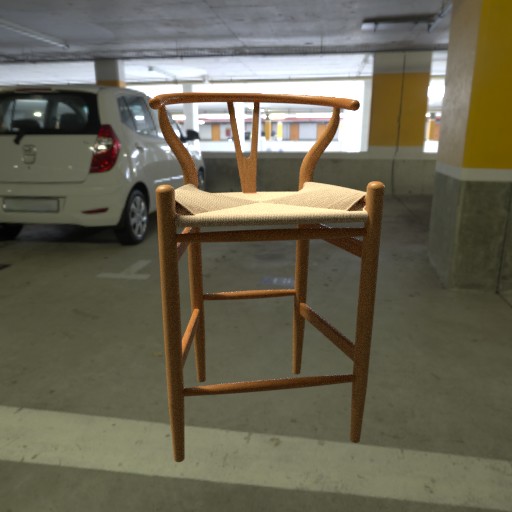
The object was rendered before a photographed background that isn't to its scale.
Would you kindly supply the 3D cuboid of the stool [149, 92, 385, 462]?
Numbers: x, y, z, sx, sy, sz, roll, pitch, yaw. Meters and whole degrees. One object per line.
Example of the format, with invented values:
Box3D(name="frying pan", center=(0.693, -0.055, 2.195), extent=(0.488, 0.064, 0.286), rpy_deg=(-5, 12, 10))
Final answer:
Box3D(name="stool", center=(0.000, 0.000, 1.326), extent=(0.569, 0.970, 0.579), rpy_deg=(-2, 15, -9))
